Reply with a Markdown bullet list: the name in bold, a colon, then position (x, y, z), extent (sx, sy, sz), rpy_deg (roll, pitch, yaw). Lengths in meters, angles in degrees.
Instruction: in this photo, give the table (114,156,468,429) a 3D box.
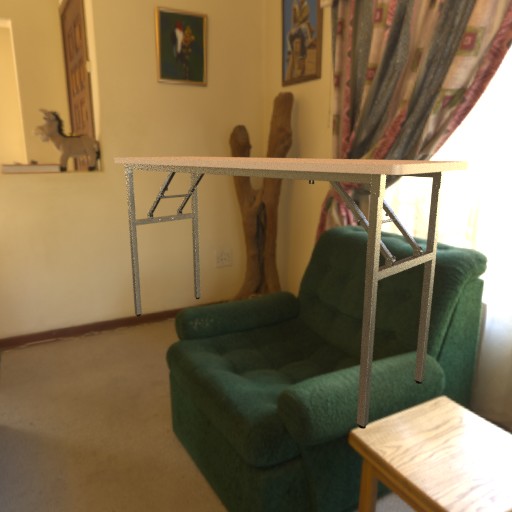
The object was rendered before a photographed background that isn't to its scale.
- **table**: position (0.000, 0.000, 1.754), extent (0.446, 0.750, 1.397), rpy_deg (-13, 19, -43)
